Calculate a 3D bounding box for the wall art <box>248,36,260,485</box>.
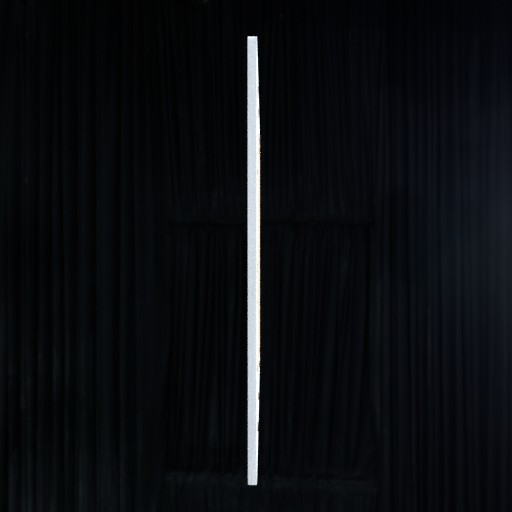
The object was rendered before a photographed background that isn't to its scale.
[{"bbox_3d":[0.000,0.000,0.867,0.013,0.584,0.584,0,2,1],"label":"wall art"}]
